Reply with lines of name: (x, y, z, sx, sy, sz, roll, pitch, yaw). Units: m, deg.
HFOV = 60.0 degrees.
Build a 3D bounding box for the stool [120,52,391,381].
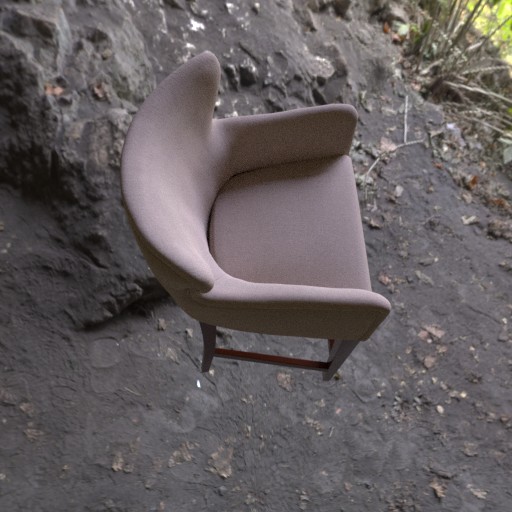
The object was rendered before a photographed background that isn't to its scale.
stool: (0.000, 0.000, 1.315, 0.570, 0.951, 0.601, -1, 62, 0)
